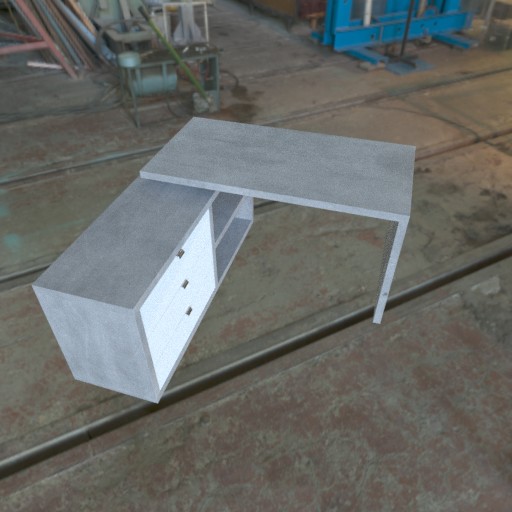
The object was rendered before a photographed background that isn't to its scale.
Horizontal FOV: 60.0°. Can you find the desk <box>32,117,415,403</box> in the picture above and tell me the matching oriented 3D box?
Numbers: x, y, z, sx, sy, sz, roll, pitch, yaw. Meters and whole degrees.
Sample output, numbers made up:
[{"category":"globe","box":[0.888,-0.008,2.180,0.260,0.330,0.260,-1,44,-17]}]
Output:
[{"category":"desk","box":[0.000,0.000,2.330,1.400,0.740,1.500,11,42,13]}]
